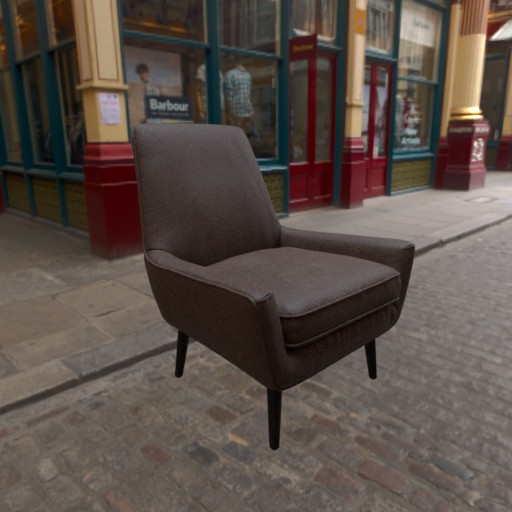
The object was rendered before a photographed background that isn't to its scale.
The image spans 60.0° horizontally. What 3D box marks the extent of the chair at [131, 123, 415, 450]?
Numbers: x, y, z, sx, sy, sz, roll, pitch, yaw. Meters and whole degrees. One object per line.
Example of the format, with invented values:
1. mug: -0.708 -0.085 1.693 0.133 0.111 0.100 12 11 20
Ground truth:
1. chair: 0.000 0.000 1.526 0.824 0.888 0.787 14 20 43
